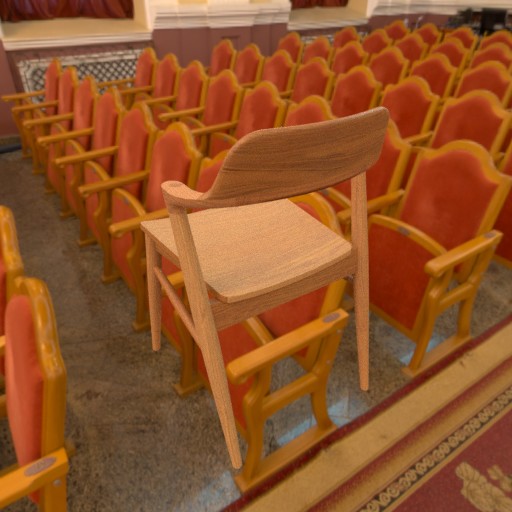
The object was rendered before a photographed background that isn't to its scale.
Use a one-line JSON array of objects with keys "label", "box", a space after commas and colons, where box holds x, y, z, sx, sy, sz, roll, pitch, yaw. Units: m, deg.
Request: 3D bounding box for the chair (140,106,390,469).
[{"label": "chair", "box": [0.000, 0.000, 1.125, 0.512, 0.792, 0.499, -19, 37, -28]}]
